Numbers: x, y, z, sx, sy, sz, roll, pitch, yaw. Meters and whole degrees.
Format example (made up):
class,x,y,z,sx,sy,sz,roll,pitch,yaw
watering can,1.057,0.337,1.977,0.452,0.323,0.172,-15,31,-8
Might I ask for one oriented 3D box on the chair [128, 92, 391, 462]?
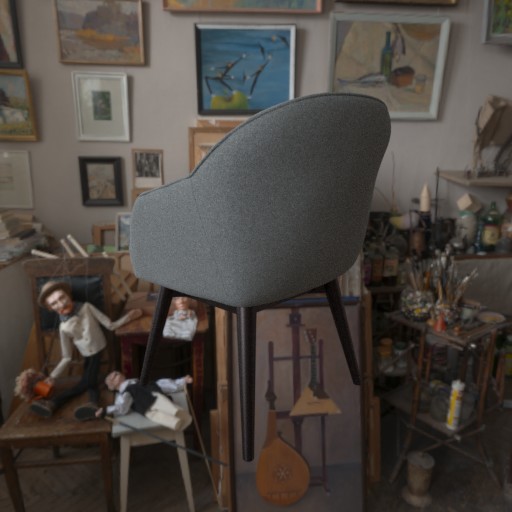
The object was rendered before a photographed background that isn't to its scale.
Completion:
class,x,y,z,sx,sy,sz,roll,pitch,yaw
chair,0.000,0.000,1.226,0.589,0.810,0.611,-14,21,-43
